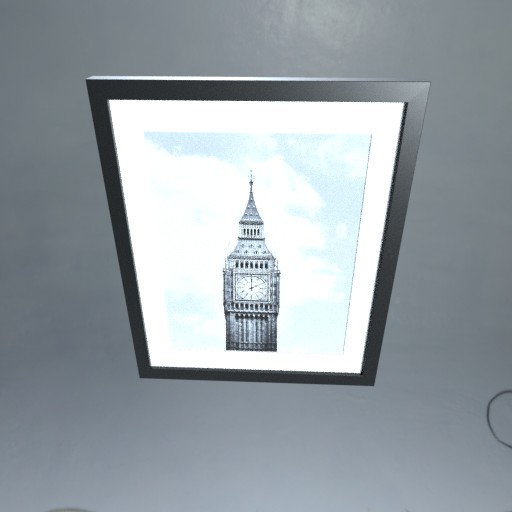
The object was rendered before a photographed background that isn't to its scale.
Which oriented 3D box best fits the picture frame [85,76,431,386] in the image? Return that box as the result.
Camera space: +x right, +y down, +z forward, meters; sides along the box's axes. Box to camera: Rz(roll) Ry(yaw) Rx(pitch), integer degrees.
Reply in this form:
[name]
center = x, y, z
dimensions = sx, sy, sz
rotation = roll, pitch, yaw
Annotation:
[picture frame]
center = 0.000, 0.000, 0.741
dimensions = 0.460, 0.556, 0.028
rotation = 1, 30, 2
